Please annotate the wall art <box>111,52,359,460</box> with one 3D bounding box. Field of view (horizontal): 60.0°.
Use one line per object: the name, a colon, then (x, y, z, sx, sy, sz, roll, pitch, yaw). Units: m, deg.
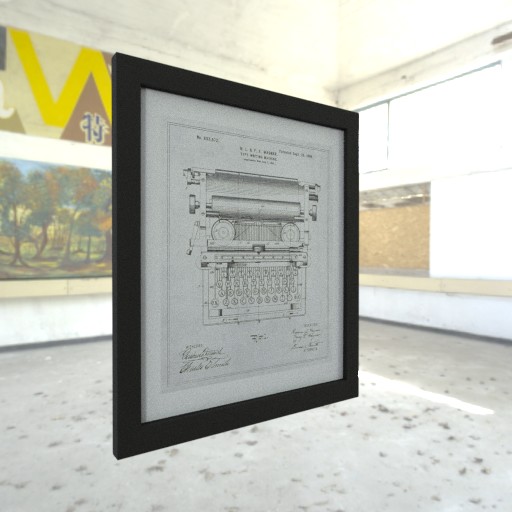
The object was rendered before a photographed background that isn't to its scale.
wall art: (0.000, 0.000, 0.680, 0.432, 0.508, 0.021, 0, 1, -34)
